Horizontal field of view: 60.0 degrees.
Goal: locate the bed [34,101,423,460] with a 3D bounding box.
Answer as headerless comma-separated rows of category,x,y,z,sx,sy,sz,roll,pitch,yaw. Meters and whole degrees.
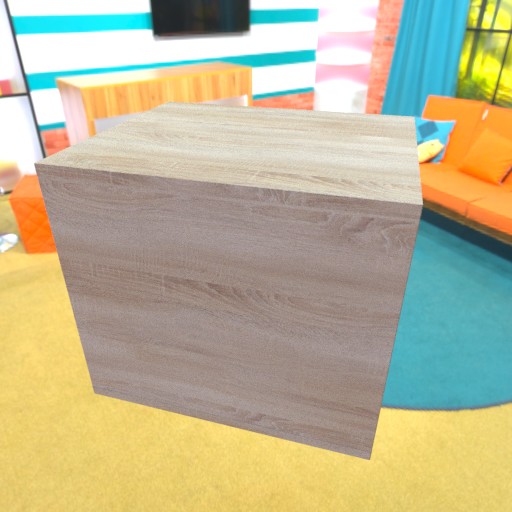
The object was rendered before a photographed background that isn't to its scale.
bed,0.000,0.000,0.767,0.460,0.420,0.401,8,32,14
